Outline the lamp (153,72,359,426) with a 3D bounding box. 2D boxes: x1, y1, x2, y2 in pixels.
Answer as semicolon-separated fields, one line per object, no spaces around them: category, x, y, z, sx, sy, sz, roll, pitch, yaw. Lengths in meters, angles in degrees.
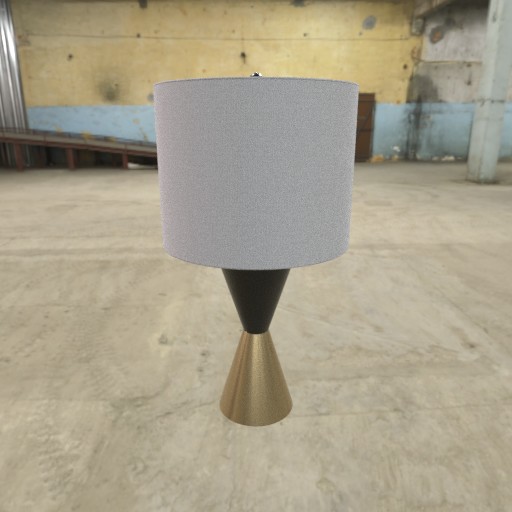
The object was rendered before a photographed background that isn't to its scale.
lamp;0.000;0.000;0.747;0.304;0.573;0.304;8;19;26
